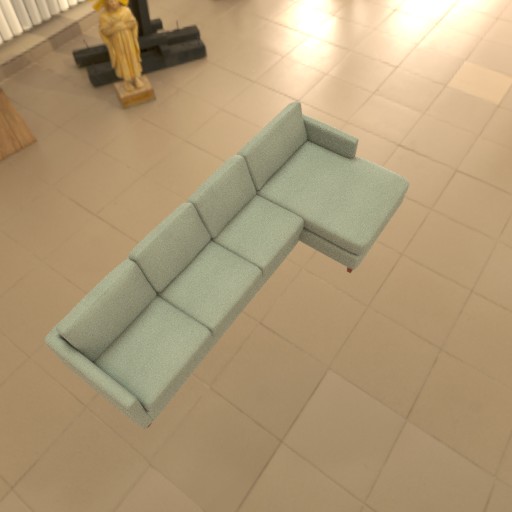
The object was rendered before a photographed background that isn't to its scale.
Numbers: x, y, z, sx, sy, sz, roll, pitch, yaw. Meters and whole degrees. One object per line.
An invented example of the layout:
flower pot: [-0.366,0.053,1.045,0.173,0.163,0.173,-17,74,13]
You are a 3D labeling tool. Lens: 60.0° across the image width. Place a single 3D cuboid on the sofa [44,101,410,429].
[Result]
sofa: [0.000,0.000,4.136,1.604,0.950,3.471,30,61,19]
